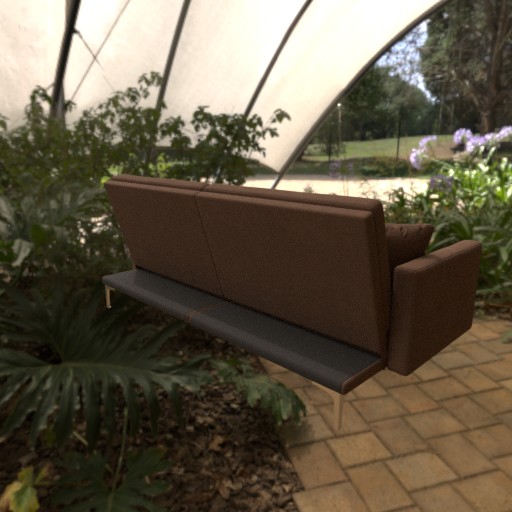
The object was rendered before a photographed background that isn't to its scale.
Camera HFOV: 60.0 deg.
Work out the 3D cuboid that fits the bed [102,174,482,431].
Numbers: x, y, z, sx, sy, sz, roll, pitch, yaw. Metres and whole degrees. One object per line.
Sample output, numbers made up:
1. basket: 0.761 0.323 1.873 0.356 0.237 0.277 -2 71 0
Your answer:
1. bed: 0.000 0.000 2.301 0.889 0.787 1.905 -14 20 -43
